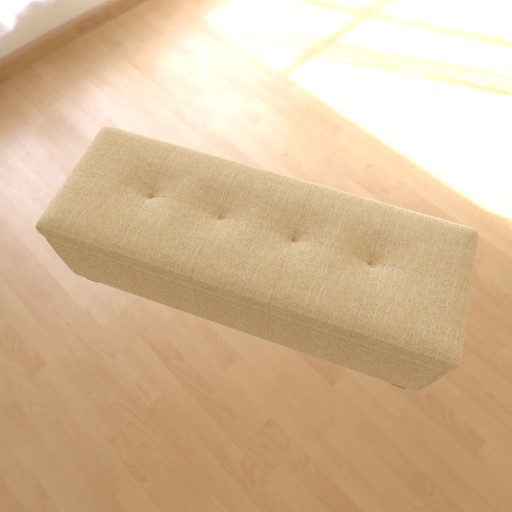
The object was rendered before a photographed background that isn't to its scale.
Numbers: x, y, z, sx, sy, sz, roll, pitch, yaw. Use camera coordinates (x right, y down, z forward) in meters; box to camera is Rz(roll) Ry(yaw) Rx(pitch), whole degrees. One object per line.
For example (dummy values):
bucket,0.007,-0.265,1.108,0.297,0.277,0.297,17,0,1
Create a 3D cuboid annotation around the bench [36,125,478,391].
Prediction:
bench,0.000,0.000,1.426,1.219,0.406,0.432,18,64,9
